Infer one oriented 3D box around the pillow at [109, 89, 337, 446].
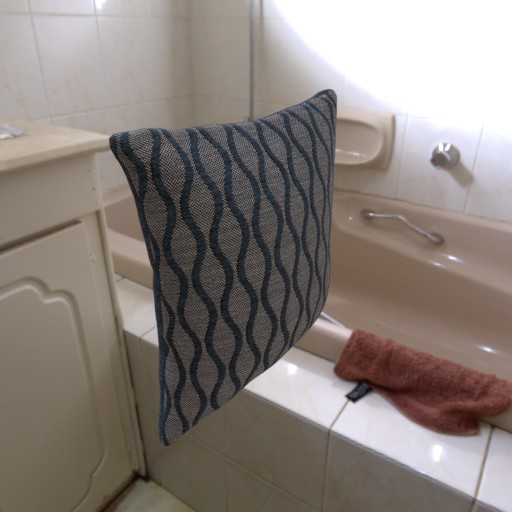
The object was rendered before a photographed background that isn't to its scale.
[{"bbox_3d":[0.000,0.000,0.664,0.159,0.435,0.435,18,32,32],"label":"pillow"}]
